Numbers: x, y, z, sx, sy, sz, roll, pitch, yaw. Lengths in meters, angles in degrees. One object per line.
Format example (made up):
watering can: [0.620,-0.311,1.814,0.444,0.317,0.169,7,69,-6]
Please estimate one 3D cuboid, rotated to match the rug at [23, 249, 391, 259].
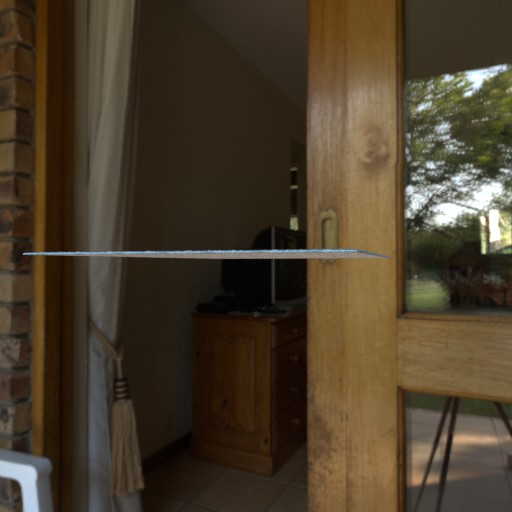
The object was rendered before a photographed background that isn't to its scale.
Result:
rug: [0.000,0.000,2.884,1.567,0.014,2.207,0,-1,20]
